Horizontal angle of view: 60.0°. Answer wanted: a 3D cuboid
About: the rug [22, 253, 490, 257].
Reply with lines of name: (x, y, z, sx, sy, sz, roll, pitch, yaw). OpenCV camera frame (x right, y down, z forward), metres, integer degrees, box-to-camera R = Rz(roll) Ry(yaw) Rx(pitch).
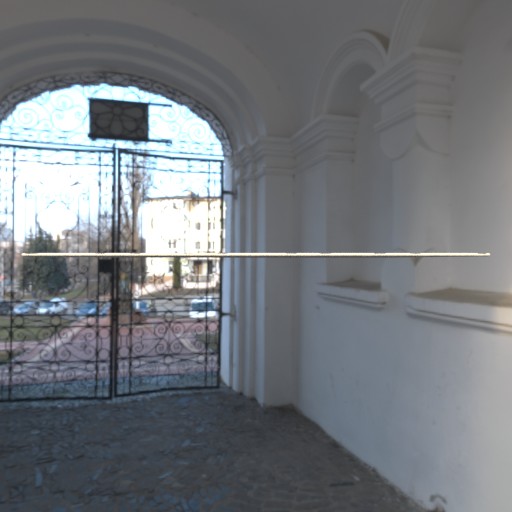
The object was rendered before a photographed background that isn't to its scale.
rug: (0.000, 0.000, 3.841, 2.910, 0.021, 2.211, 0, 0, 0)
